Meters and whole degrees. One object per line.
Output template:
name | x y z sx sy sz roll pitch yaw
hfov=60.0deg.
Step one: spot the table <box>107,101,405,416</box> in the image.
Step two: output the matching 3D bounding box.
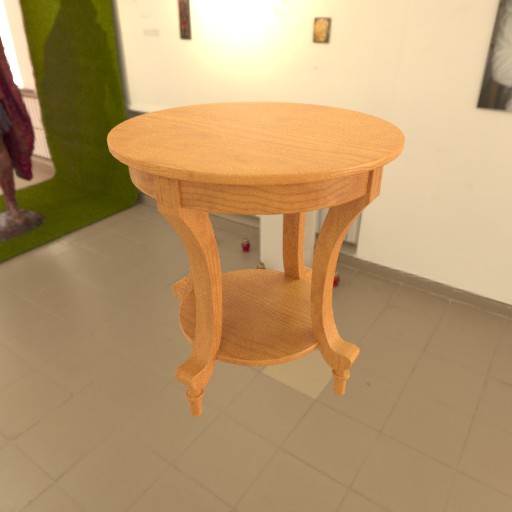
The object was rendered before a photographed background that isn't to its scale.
table | 0.000 0.000 1.073 0.597 0.612 0.597 0 29 0
